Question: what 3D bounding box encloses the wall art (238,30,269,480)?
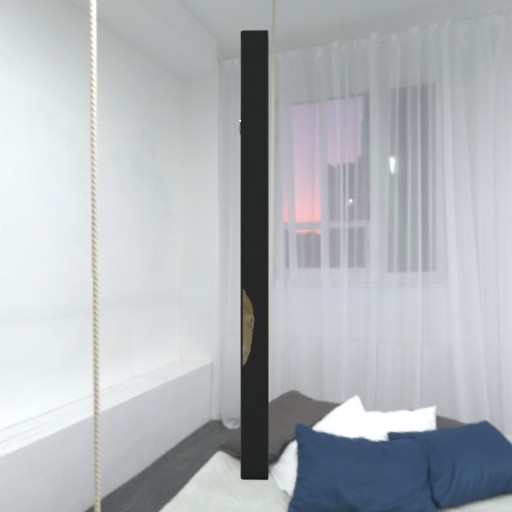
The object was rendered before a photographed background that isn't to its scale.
[{"bbox_3d":[0.000,0.000,0.902,0.043,0.611,0.610,0,0,1],"label":"wall art"}]
